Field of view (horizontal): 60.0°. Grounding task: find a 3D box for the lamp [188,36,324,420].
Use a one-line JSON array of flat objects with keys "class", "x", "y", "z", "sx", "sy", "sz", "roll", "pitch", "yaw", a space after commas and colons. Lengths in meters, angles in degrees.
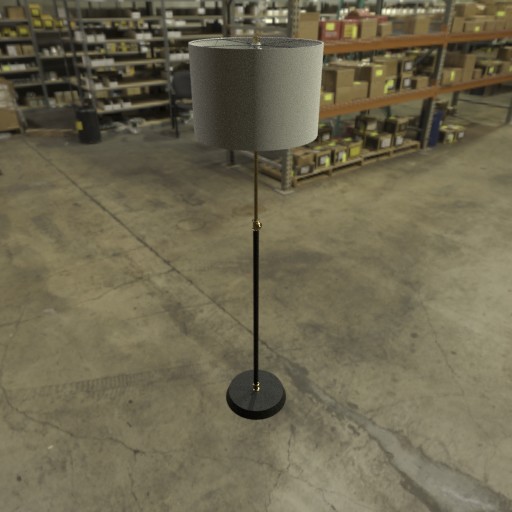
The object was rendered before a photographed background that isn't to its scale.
[{"class": "lamp", "x": 0.000, "y": 0.000, "z": 1.704, "sx": 0.404, "sy": 1.517, "sz": 0.404, "roll": -22, "pitch": 37, "yaw": -33}]
